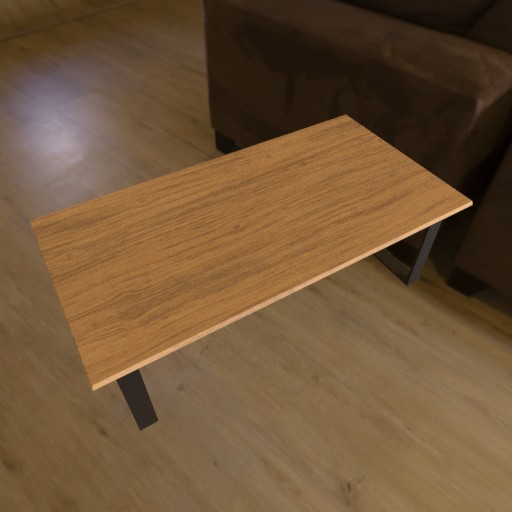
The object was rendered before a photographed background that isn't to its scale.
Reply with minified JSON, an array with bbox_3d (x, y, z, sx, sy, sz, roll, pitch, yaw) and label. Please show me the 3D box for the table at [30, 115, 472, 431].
[{"bbox_3d":[0.000,0.000,1.652,1.331,0.445,0.693,-24,51,-21],"label":"table"}]
